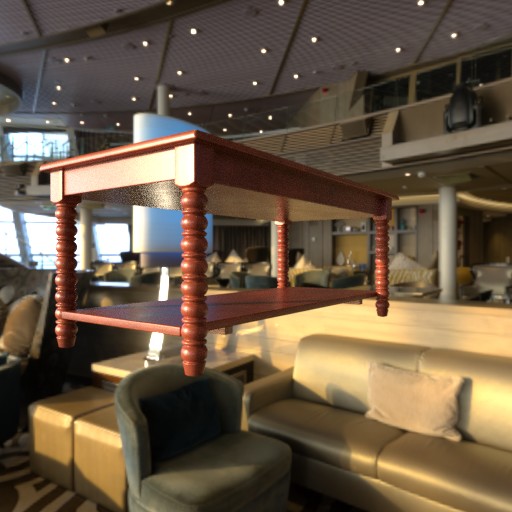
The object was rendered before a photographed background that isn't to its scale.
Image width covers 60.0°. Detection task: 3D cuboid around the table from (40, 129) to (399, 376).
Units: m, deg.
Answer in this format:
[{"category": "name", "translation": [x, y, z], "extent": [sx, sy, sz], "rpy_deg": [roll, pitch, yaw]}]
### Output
[{"category": "table", "translation": [0.000, 0.000, 1.478], "extent": [0.580, 0.485, 1.171], "rpy_deg": [0, 0, 36]}]
